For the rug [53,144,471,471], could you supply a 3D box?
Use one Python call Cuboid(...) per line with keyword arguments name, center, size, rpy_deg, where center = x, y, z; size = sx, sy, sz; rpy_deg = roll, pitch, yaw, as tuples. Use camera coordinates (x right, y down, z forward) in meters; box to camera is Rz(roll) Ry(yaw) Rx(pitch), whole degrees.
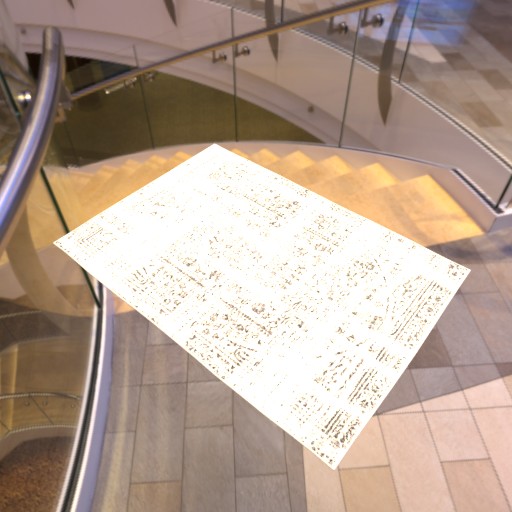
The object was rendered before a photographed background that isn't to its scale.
Cuboid(name="rug", center=(0.000, 0.000, 3.125), size=(2.438, 0.026, 1.706), rpy_deg=(32, 54, 26))
